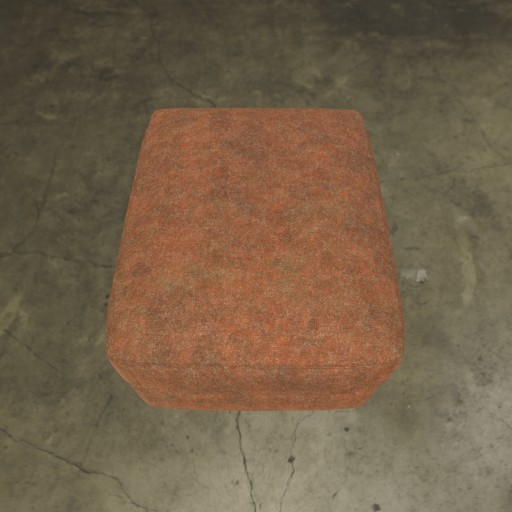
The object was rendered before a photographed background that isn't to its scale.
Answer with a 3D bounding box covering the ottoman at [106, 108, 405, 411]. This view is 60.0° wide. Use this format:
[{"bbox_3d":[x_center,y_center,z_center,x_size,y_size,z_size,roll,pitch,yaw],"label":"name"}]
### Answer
[{"bbox_3d":[0.000,0.000,1.201,0.635,0.508,0.787,0,57,0],"label":"ottoman"}]
